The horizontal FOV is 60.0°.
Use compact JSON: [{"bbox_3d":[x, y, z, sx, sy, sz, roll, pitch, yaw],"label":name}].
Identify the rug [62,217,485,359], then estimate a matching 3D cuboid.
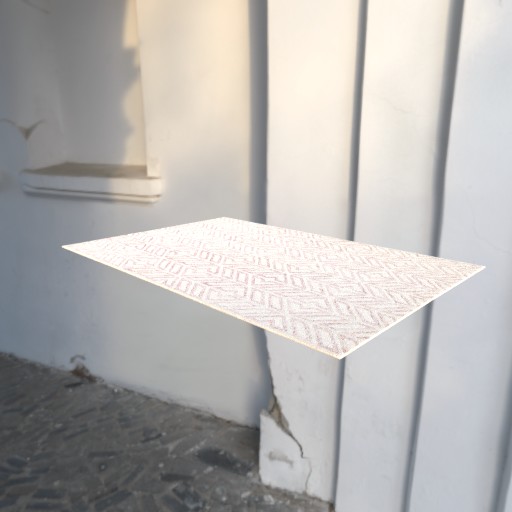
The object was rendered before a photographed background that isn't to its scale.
[{"bbox_3d":[0.000,0.000,2.277,1.828,0.007,1.220,15,21,42],"label":"rug"}]
